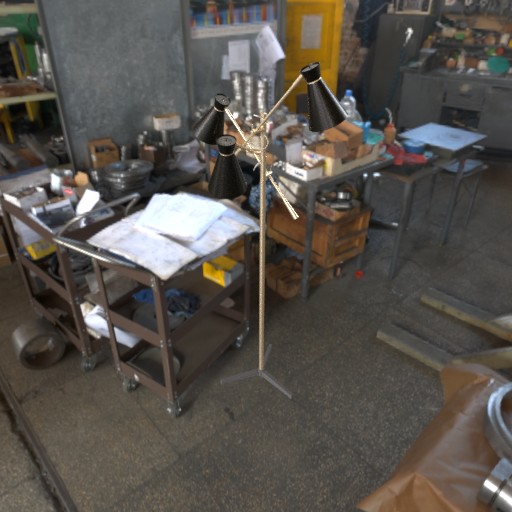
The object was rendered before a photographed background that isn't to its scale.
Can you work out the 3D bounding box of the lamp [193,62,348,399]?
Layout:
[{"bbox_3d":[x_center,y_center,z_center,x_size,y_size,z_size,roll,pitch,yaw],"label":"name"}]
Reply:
[{"bbox_3d":[0.000,0.000,2.173,0.750,1.804,0.653,8,33,12],"label":"lamp"}]
